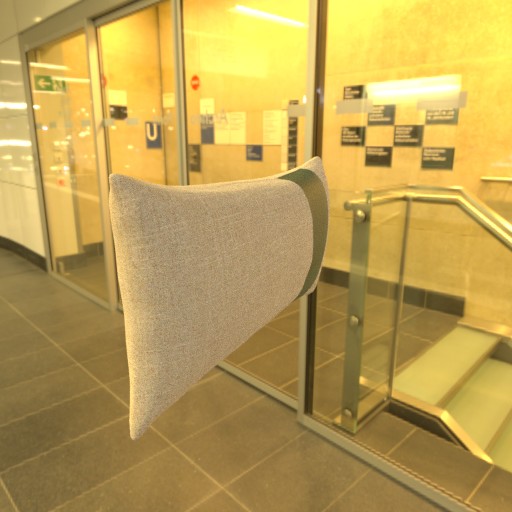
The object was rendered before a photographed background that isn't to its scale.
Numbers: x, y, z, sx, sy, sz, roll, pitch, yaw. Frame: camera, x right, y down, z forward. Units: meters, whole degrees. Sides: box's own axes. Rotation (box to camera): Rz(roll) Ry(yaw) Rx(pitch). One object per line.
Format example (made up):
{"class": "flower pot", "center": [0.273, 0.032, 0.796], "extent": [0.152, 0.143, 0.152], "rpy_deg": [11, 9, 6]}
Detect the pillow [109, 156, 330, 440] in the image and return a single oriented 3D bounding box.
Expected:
{"class": "pillow", "center": [0.000, 0.000, 1.024], "extent": [0.197, 0.429, 0.859], "rpy_deg": [7, 16, 26]}
